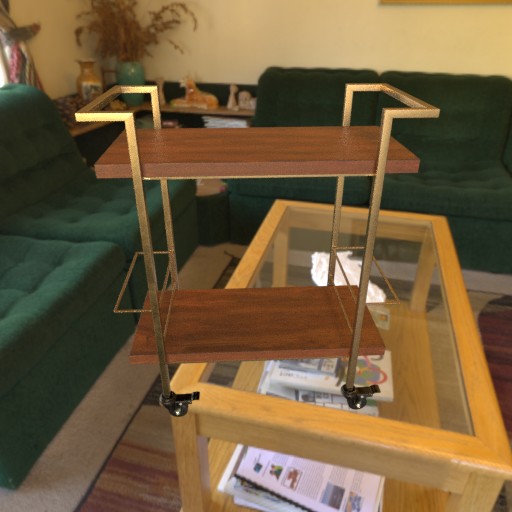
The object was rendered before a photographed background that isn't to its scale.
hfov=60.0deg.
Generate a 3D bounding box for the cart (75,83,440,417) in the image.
[{"bbox_3d":[0.000,0.000,1.170,0.695,0.807,0.364,-1,29,-3],"label":"cart"}]
